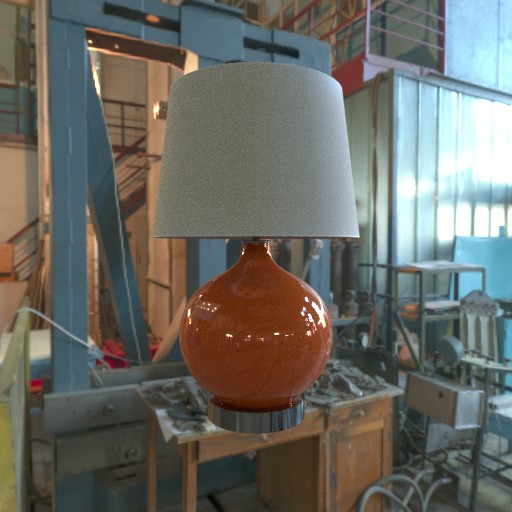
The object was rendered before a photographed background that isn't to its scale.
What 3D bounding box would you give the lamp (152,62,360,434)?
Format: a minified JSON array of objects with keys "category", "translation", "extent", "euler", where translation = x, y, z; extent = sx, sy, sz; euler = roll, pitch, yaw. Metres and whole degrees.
[{"category":"lamp","translation":[0.000,0.000,0.541],"extent":[0.247,0.387,0.247],"euler":[0,2,0]}]
